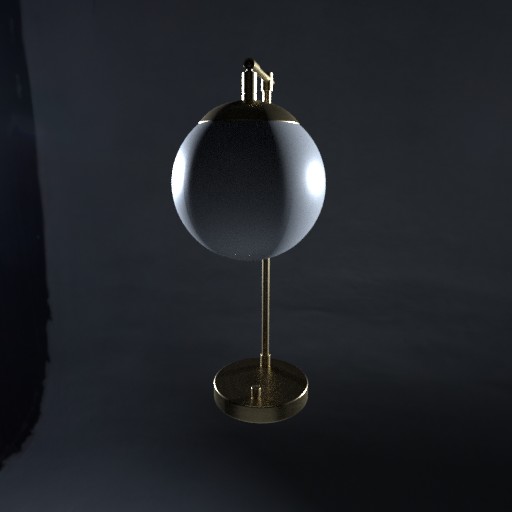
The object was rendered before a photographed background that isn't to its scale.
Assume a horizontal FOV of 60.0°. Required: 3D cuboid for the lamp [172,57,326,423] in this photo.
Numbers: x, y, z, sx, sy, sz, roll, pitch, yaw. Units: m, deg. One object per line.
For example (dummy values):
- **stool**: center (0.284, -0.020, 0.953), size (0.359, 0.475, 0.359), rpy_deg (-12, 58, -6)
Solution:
- **lamp**: center (0.000, 0.000, 0.690), size (0.207, 0.559, 0.324), rpy_deg (2, 15, 9)
